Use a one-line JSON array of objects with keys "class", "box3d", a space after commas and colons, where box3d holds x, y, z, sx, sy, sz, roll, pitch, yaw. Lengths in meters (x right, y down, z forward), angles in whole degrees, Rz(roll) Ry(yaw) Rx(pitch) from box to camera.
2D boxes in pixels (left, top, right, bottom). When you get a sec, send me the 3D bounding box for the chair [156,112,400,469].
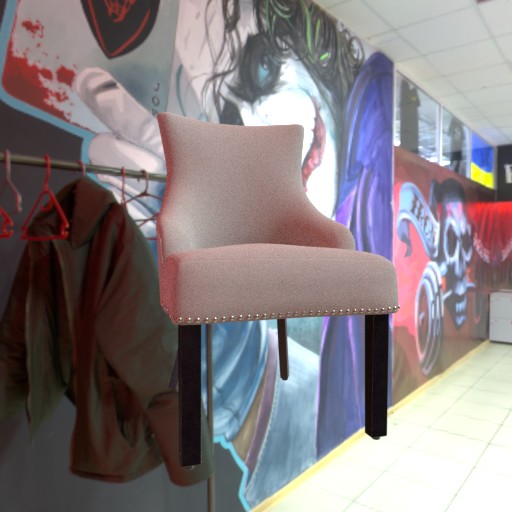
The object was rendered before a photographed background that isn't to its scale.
[{"class": "chair", "box3d": [0.000, 0.000, 1.275, 0.566, 0.909, 0.629, 0, 2, -18]}]
